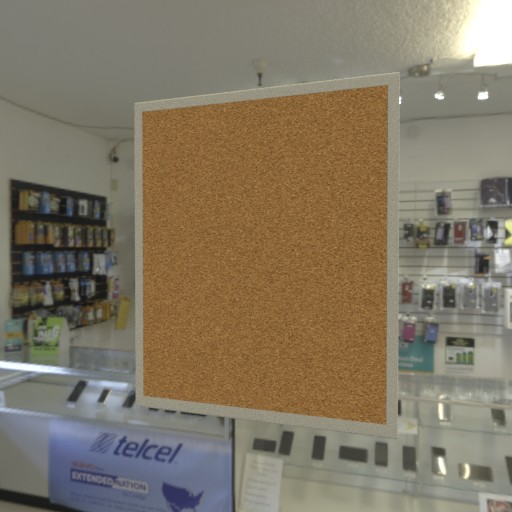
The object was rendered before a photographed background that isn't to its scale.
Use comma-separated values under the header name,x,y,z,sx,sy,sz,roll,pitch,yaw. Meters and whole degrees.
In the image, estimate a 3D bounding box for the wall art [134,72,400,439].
name,x,y,z,sx,sy,sz,roll,pitch,yaw
wall art,0.000,0.000,0.725,0.444,0.536,0.020,0,1,18
